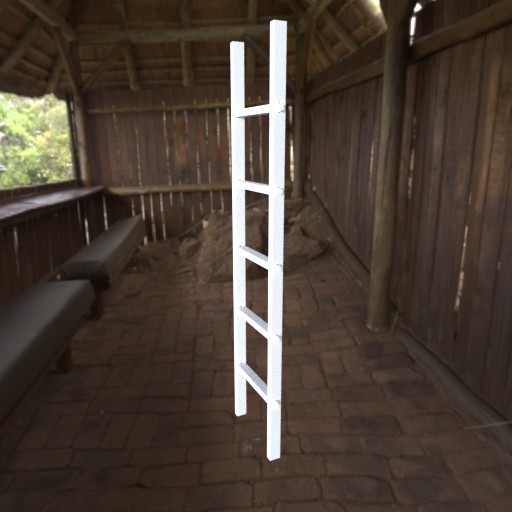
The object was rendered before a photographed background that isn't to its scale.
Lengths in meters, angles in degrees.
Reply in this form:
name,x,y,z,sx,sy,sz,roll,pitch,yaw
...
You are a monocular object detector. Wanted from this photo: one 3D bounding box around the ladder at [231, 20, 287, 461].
name,x,y,z,sx,sy,sz,roll,pitch,yaw
ladder,0.000,0.000,1.952,0.051,1.797,0.452,-7,16,-25
